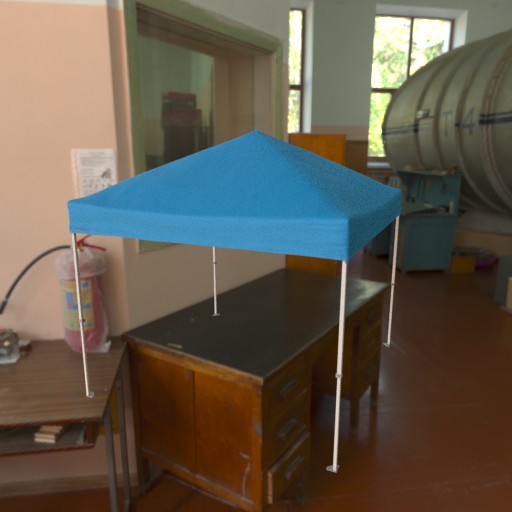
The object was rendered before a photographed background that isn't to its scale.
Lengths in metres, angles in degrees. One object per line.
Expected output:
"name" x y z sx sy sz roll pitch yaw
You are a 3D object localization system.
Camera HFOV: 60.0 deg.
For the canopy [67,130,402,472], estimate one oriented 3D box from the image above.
"canopy" 0.000 0.000 5.483 2.998 2.997 2.996 6 15 25
